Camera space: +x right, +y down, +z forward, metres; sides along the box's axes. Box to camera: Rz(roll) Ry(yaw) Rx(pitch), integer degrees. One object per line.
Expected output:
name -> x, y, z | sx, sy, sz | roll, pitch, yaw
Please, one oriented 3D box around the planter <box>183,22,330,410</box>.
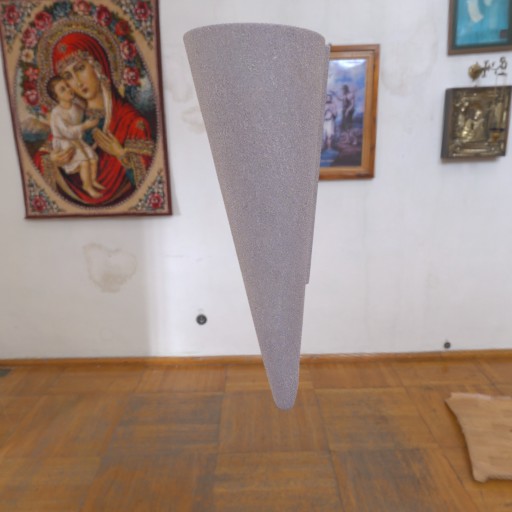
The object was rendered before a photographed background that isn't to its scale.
planter -> 0.000, 0.000, 0.290 | 0.078, 0.259, 0.087 | 14, 20, 43
